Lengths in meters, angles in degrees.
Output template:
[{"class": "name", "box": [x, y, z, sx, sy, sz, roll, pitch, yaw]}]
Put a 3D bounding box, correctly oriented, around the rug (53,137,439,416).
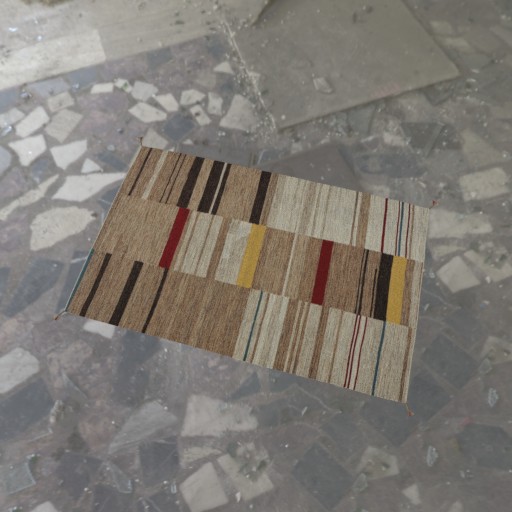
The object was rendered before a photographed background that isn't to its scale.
[{"class": "rug", "box": [0.000, 0.000, 2.478, 1.918, 0.007, 1.268, 14, 65, 6]}]
